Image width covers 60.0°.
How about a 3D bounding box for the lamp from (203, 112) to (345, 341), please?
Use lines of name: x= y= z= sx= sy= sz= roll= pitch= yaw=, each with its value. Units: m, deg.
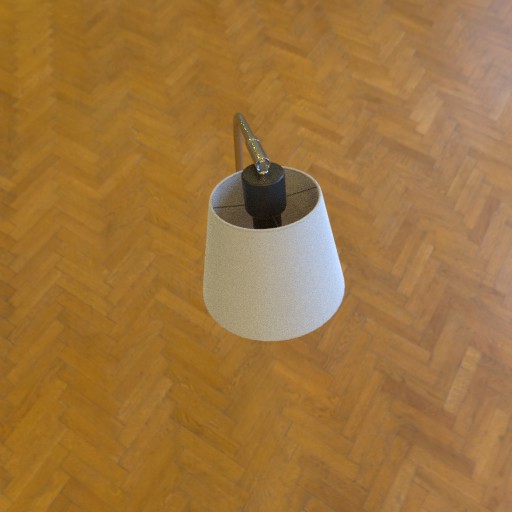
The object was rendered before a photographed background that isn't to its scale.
lamp: x=0.000 y=0.000 z=0.694 sx=0.181 sy=0.539 sz=0.348 roll=-13 pitch=64 yaw=-6
